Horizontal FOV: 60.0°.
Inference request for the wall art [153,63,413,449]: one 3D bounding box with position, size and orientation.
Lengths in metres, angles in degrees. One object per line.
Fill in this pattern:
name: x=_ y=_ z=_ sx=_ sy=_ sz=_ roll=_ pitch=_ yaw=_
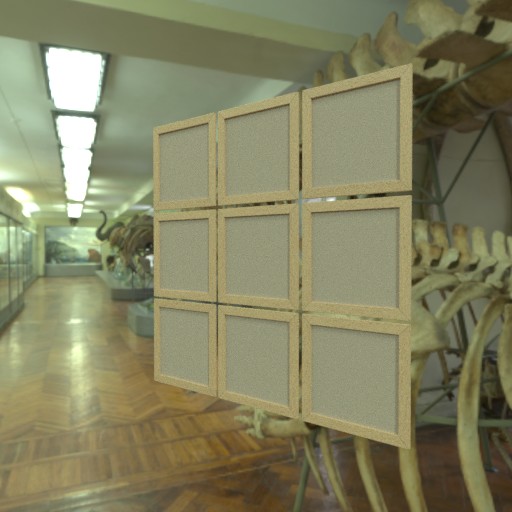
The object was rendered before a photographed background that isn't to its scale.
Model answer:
wall art: x=0.000 y=0.000 z=2.191 sx=1.519 sy=1.507 sz=0.014 roll=1 pitch=1 yaw=37
